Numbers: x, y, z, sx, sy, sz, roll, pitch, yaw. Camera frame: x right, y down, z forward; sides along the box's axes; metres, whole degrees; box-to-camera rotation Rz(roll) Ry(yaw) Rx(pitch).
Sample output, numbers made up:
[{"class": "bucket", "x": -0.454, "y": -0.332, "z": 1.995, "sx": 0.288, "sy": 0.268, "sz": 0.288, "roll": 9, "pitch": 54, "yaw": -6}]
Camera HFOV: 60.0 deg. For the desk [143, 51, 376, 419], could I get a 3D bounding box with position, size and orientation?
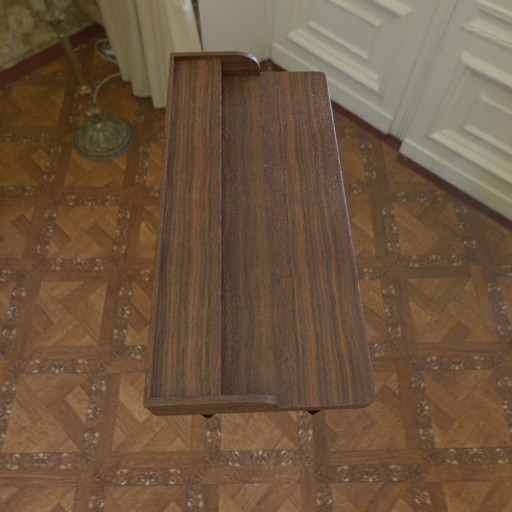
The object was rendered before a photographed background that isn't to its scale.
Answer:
[{"class": "desk", "x": 0.000, "y": 0.000, "z": 1.674, "sx": 0.565, "sy": 0.854, "sz": 1.200, "roll": -2, "pitch": 63, "yaw": -1}]
